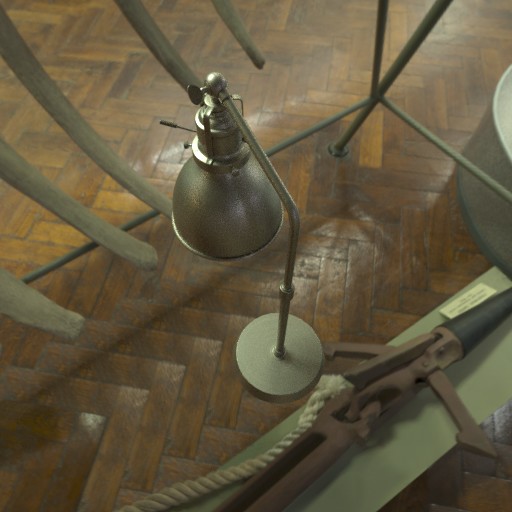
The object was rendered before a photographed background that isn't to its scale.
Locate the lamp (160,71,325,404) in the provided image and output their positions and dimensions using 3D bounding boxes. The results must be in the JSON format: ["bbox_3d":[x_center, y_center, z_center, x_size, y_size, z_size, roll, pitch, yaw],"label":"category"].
[{"bbox_3d":[0.000,0.000,0.574,0.153,0.456,0.286,-30,63,-17],"label":"lamp"}]
